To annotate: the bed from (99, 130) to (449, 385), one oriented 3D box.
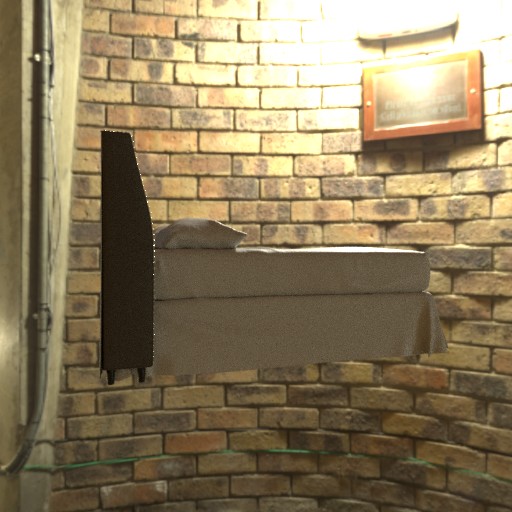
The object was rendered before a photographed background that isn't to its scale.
[{"bbox_3d":[0.000,0.000,3.486,2.276,1.332,1.925,0,0,-18],"label":"bed"}]
